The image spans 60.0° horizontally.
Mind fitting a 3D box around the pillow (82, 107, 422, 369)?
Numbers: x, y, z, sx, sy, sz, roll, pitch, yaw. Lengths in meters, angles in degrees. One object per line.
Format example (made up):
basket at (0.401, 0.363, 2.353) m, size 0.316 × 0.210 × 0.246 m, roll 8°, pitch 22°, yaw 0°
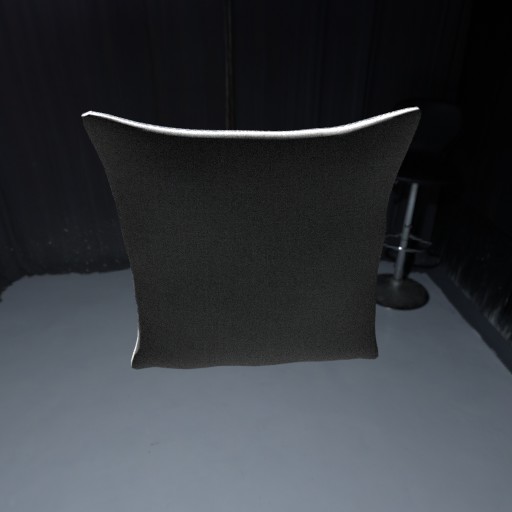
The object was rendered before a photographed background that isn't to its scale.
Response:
pillow at (0.000, 0.000, 0.672) m, size 0.435 × 0.432 × 0.138 m, roll -2°, pitch 29°, yaw -3°
